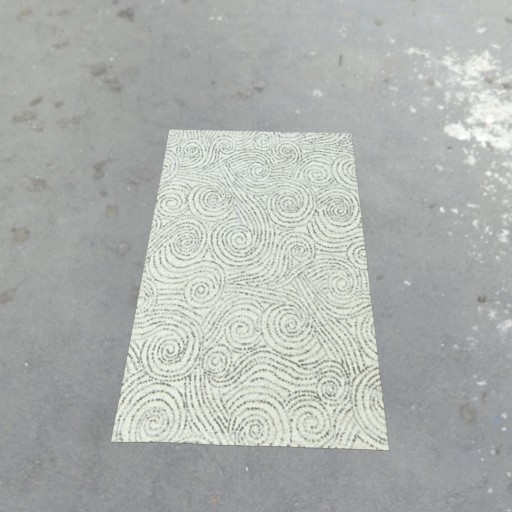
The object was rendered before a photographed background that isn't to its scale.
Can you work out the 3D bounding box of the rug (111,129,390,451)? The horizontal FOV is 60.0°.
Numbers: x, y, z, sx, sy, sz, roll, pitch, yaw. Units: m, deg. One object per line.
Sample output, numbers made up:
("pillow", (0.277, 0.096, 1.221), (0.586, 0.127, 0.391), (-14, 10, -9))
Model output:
("rug", (0.000, 0.000, 3.054), (1.524, 0.005, 2.439), (1, 58, 1))
